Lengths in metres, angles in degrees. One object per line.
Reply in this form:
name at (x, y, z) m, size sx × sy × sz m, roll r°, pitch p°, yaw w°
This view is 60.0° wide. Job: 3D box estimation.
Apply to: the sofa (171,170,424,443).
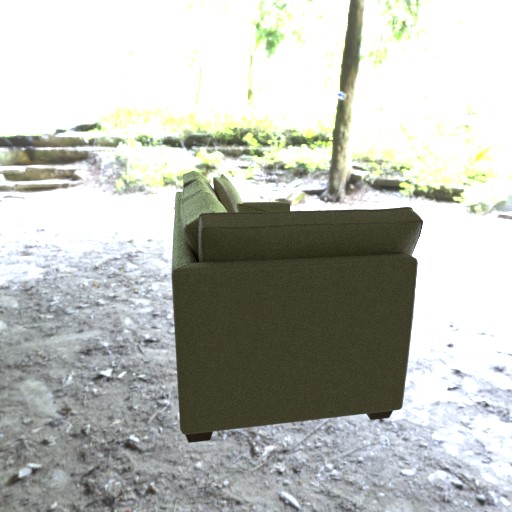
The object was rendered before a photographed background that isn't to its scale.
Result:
sofa at (0.000, 0.000, 2.870) m, size 1.053 × 0.948 × 2.323 m, roll -3°, pitch 16°, yaw -9°
